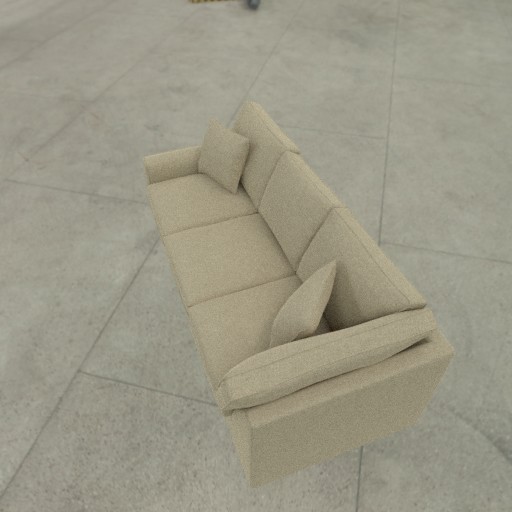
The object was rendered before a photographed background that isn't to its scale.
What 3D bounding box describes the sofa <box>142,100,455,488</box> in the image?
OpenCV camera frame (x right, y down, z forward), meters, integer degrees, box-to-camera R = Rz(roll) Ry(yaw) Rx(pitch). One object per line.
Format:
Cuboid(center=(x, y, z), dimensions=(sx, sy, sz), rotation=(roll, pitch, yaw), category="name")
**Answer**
Cuboid(center=(0.000, 0.000, 2.791), dimensions=(1.061, 0.962, 2.317), rotation=(-15, 47, -15), category="sofa")
